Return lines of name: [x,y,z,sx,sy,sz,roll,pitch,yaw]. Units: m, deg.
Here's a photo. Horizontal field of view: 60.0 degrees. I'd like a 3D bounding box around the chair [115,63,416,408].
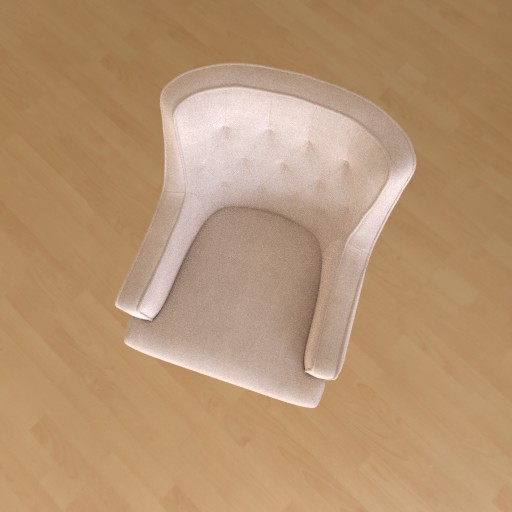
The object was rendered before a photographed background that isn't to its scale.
chair: [0.000,0.000,1.620,0.781,0.920,0.910,17,75,5]
